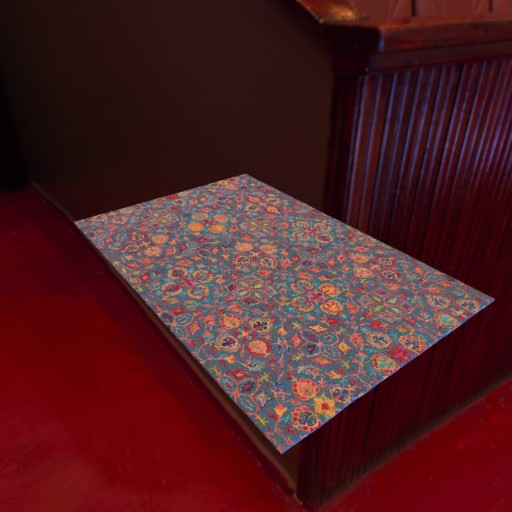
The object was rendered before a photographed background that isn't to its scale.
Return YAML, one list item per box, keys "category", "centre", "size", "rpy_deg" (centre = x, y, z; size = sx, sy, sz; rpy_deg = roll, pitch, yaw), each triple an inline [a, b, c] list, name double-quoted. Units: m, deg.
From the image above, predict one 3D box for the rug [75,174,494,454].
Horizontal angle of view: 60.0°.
- category: "rug"
  centre: [0.000, 0.000, 2.233]
  size: [1.216, 0.014, 1.836]
  rpy_deg: [-22, 38, -31]
